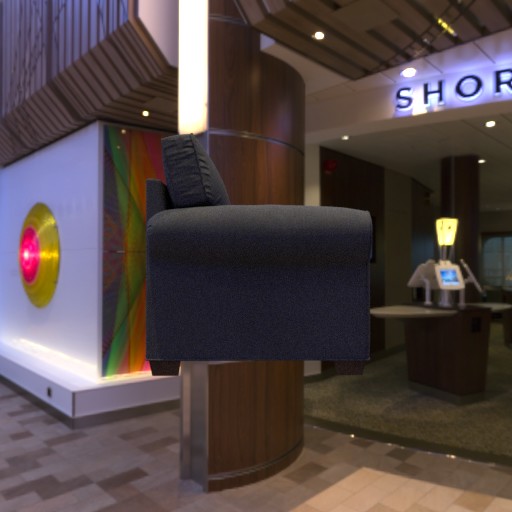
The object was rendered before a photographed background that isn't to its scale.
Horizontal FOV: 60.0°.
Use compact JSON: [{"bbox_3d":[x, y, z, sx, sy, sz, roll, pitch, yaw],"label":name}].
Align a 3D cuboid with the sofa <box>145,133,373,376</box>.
[{"bbox_3d":[0.000,0.000,2.930,0.954,1.026,2.391,0,-1,-1],"label":"sofa"}]
